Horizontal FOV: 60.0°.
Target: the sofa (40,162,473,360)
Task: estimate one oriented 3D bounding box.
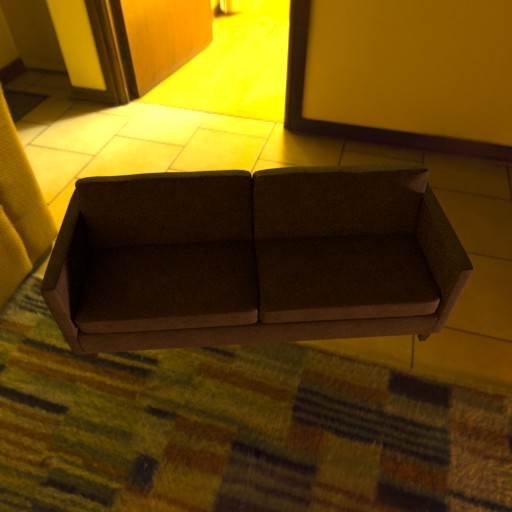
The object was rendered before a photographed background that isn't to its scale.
[{"bbox_3d":[0.000,0.000,2.936,2.434,0.965,0.951,-3,46,-3],"label":"sofa"}]
